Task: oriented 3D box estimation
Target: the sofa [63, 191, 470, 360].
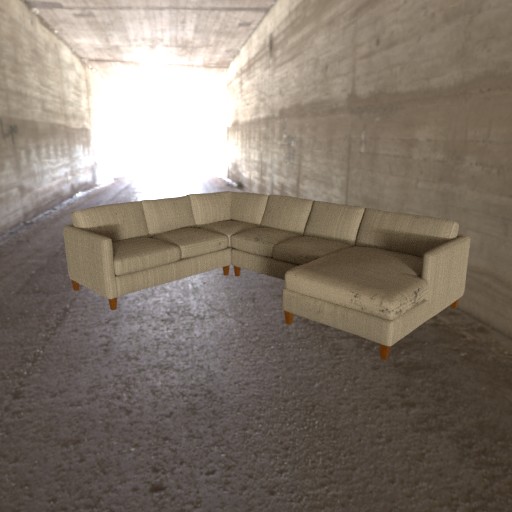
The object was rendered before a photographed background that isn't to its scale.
[{"bbox_3d":[0.000,0.000,4.657,3.460,0.961,2.594,14,21,42],"label":"sofa"}]
